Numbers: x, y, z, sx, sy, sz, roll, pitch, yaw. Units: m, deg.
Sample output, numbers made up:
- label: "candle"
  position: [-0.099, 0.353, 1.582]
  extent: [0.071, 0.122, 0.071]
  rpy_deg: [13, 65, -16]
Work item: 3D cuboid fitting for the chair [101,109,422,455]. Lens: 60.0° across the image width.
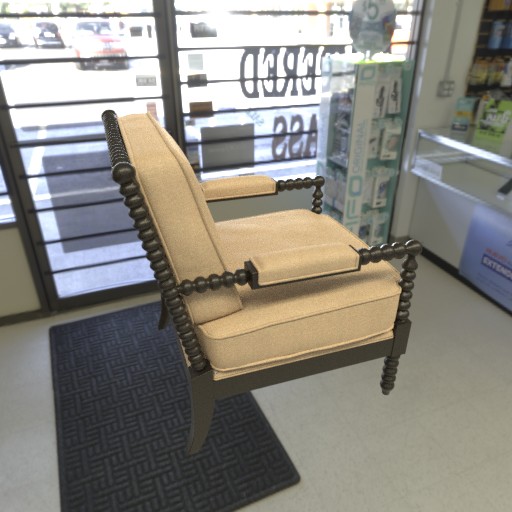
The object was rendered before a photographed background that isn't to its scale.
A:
- label: "chair"
  position: [0.000, 0.000, 1.163]
  extent: [0.657, 0.703, 0.555]
  rpy_deg: [-9, 30, -17]
